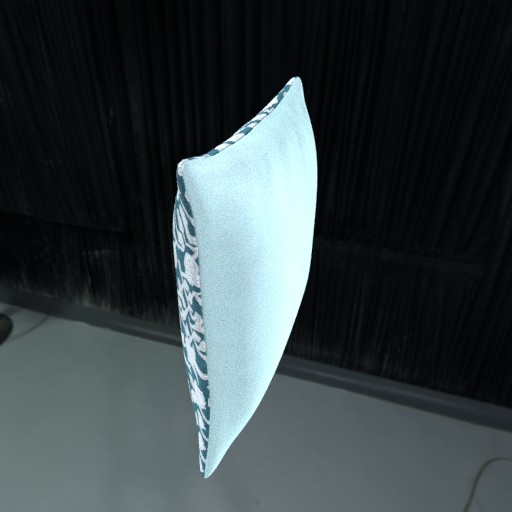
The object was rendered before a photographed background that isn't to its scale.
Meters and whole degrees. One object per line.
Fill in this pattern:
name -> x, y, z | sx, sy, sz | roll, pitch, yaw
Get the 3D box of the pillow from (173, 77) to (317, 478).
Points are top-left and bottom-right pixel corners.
pillow -> 0.000, 0.000, 0.767 | 0.166, 0.508, 0.525 | 9, 32, 14
